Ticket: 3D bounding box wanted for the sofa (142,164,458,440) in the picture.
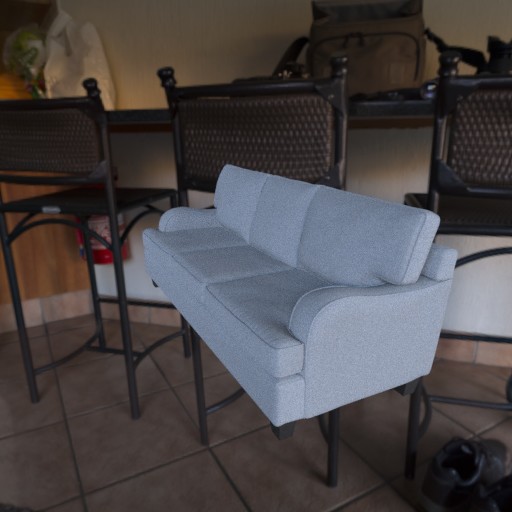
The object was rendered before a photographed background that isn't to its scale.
[{"bbox_3d":[0.000,0.000,2.941,1.016,0.997,2.323,-8,19,-26],"label":"sofa"}]
